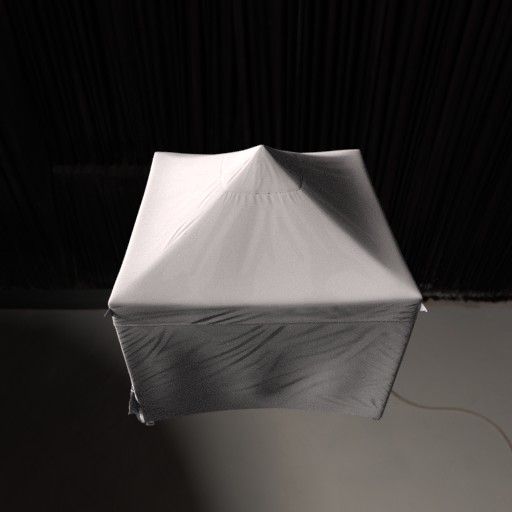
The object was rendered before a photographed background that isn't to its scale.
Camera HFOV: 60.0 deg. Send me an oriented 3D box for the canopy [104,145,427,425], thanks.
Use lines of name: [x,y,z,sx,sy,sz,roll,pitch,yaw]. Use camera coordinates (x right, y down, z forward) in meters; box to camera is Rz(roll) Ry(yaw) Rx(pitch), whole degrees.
canopy: [0.000,0.000,5.579,3.121,2.997,3.043,-1,41,-1]
